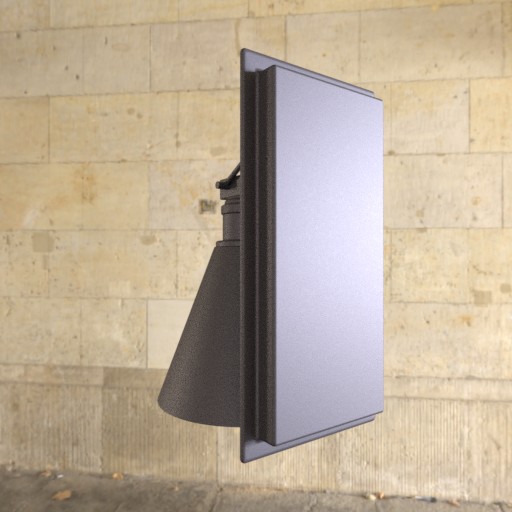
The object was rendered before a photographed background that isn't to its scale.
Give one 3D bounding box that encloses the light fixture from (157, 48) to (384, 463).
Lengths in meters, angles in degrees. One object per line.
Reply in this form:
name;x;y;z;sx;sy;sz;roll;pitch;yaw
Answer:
light fixture;0.000;0.000;0.427;0.170;0.298;0.207;0;0;-36
